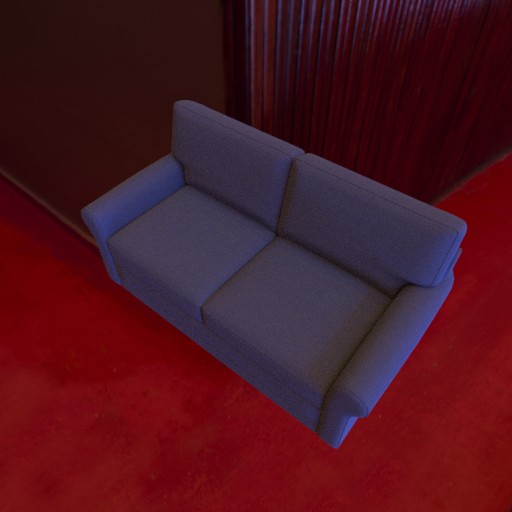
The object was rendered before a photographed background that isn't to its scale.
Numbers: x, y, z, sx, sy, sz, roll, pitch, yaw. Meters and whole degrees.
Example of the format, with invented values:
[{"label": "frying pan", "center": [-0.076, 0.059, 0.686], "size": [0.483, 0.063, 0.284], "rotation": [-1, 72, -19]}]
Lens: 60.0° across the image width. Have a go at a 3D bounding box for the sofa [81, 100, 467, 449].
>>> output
[{"label": "sofa", "center": [0.000, 0.000, 2.511], "size": [1.930, 1.020, 0.940], "rotation": [31, 54, 25]}]
